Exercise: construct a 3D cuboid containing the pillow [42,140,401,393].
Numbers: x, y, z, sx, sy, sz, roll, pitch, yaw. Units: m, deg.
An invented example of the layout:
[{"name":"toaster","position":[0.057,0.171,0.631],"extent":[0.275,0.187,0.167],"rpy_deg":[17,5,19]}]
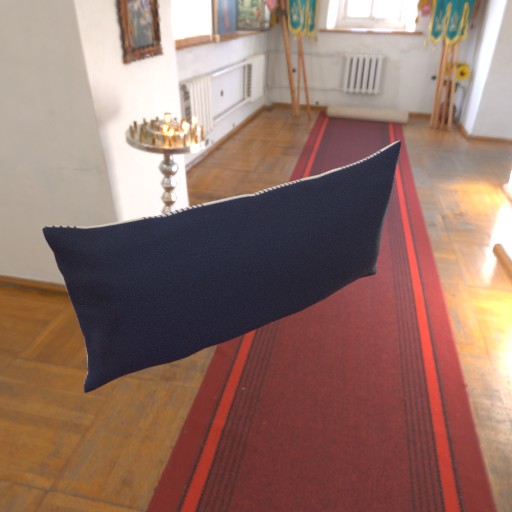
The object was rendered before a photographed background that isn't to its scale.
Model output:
[{"name":"pillow","position":[0.000,0.000,0.730],"extent":[0.610,0.287,0.151],"rpy_deg":[-19,36,-27]}]
